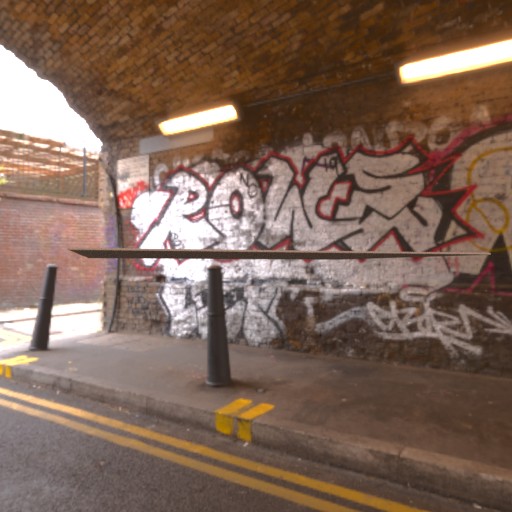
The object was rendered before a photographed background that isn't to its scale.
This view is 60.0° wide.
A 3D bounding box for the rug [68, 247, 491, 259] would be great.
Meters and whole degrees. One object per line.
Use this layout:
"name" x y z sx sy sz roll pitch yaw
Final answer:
"rug" 0.000 0.000 4.131 3.046 0.015 2.446 0 -1 -18
